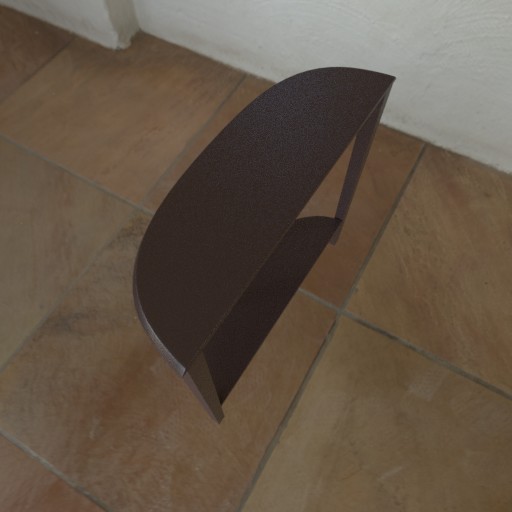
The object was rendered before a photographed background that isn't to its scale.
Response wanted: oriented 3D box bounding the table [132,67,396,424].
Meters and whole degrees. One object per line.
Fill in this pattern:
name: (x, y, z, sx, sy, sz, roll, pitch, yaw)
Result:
table: (0.000, 0.000, 1.352, 0.274, 0.831, 0.909, 30, 66, 15)
